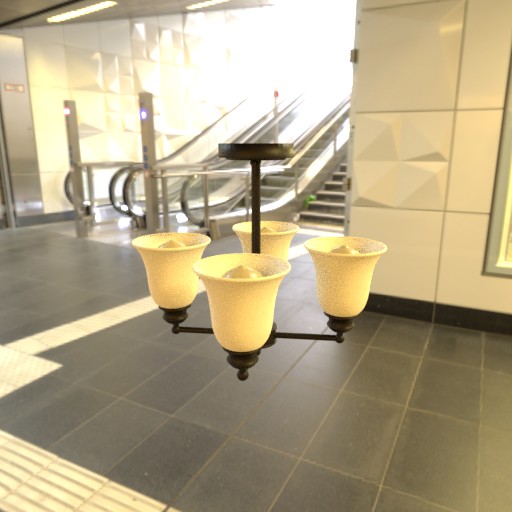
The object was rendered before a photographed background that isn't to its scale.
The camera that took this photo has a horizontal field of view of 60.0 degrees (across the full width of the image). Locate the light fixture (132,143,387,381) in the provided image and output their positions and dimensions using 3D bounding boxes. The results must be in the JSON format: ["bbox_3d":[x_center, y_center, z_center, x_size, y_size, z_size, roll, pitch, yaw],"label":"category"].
[{"bbox_3d":[0.000,0.000,1.879,1.069,0.925,1.069,2,14,7],"label":"light fixture"}]
